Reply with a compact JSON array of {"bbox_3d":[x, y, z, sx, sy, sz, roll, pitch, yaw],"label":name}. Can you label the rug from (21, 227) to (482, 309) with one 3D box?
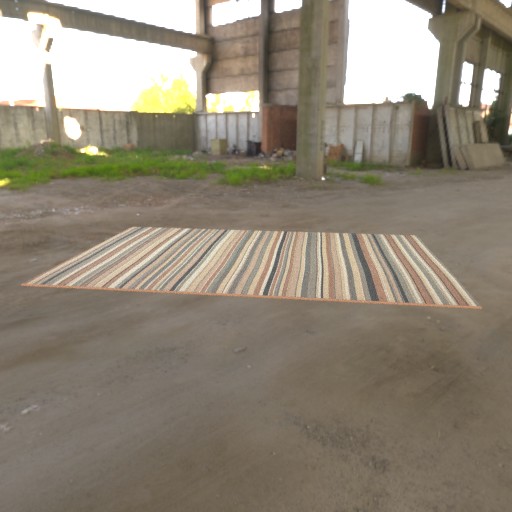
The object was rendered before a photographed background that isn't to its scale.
[{"bbox_3d":[0.000,0.000,3.042,2.438,0.014,1.523,2,16,8],"label":"rug"}]
